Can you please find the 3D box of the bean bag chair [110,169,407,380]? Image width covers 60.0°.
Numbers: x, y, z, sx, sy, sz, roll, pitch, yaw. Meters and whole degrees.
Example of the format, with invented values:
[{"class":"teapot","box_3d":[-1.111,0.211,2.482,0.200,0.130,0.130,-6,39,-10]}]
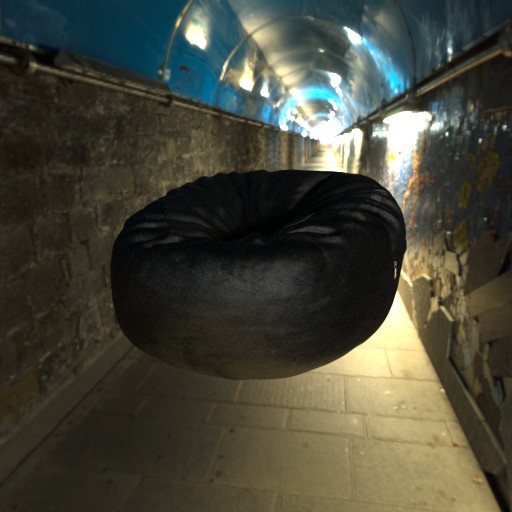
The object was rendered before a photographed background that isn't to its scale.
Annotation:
[{"class":"bean bag chair","box_3d":[0.000,0.000,2.432,1.524,0.878,1.524,7,16,24]}]
